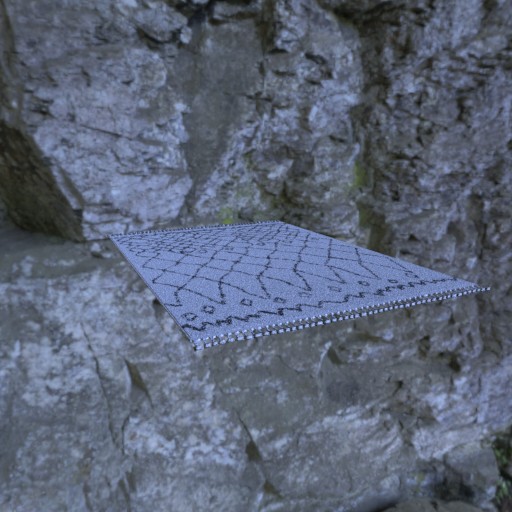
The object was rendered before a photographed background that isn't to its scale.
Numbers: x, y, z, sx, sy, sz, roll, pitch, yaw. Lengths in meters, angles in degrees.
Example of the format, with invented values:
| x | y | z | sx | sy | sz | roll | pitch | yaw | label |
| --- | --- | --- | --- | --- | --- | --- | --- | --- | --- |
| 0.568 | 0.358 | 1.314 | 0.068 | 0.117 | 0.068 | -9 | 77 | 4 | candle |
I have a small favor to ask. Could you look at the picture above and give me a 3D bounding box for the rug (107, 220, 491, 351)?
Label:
| x | y | z | sx | sy | sz | roll | pitch | yaw | label |
| --- | --- | --- | --- | --- | --- | --- | --- | --- | --- |
| 0.000 | 0.000 | 2.977 | 1.613 | 0.017 | 2.312 | -7 | 16 | -25 | rug |
